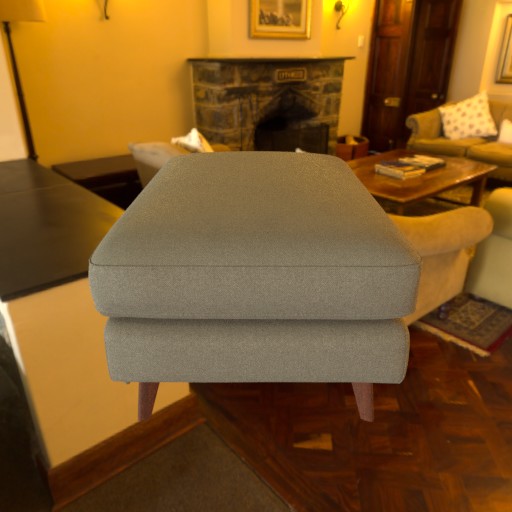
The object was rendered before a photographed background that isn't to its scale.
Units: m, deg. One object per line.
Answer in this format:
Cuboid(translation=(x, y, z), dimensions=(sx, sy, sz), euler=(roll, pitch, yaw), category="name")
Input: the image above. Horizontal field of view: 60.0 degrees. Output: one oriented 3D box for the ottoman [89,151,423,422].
Cuboid(translation=(0.000, 0.000, 1.169), dimensions=(0.608, 0.449, 0.811), euler=(0, 25, 0), category="ottoman")
